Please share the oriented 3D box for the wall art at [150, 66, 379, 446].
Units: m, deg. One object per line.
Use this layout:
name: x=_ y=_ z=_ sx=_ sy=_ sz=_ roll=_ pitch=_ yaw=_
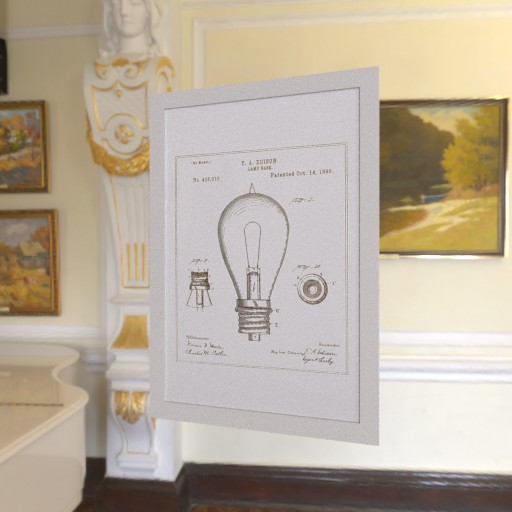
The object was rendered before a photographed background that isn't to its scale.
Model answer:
wall art: x=0.000 y=0.000 z=0.607 sx=0.325 sy=0.474 sz=0.010 roll=0 pitch=0 yaw=18
